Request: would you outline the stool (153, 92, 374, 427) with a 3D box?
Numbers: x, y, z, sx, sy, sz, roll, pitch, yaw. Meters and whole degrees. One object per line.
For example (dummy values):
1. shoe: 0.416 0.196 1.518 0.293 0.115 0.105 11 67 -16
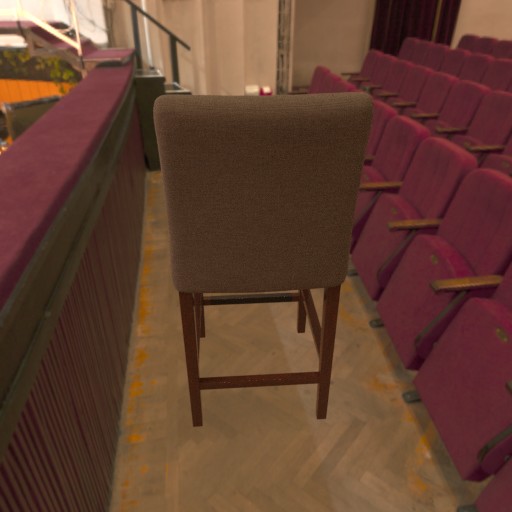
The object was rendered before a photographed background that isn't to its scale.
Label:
1. stool: 0.000 0.000 1.282 0.470 0.981 0.577 -2 30 -4
